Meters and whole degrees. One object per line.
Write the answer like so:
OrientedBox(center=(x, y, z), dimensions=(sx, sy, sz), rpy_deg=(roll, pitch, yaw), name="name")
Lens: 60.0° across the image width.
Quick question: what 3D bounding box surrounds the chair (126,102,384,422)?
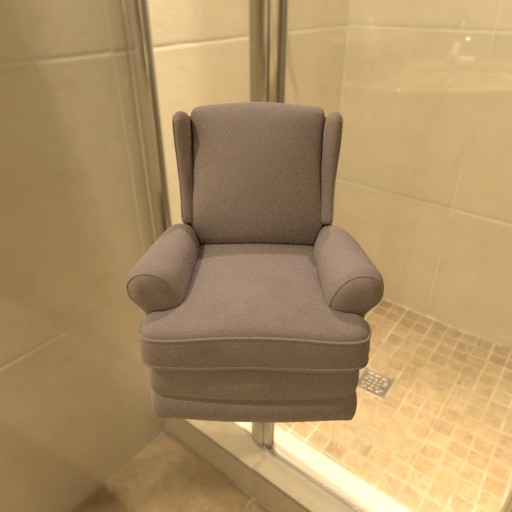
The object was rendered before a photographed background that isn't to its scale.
OrientedBox(center=(0.000, 0.000, 1.743), dimensions=(0.847, 1.011, 0.969), rpy_deg=(0, 31, 1), name="chair")
